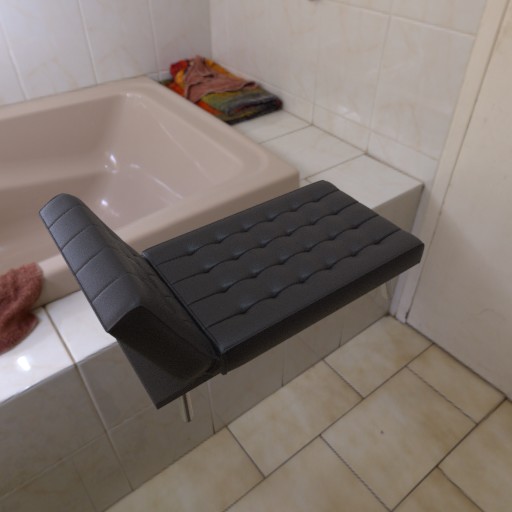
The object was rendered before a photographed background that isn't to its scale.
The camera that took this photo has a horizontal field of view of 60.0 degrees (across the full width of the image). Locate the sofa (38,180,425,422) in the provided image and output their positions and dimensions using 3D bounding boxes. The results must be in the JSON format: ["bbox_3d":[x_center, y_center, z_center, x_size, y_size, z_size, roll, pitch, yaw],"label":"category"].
[{"bbox_3d":[0.000,0.000,2.062,1.560,0.820,0.760,-25,46,-26],"label":"sofa"}]
